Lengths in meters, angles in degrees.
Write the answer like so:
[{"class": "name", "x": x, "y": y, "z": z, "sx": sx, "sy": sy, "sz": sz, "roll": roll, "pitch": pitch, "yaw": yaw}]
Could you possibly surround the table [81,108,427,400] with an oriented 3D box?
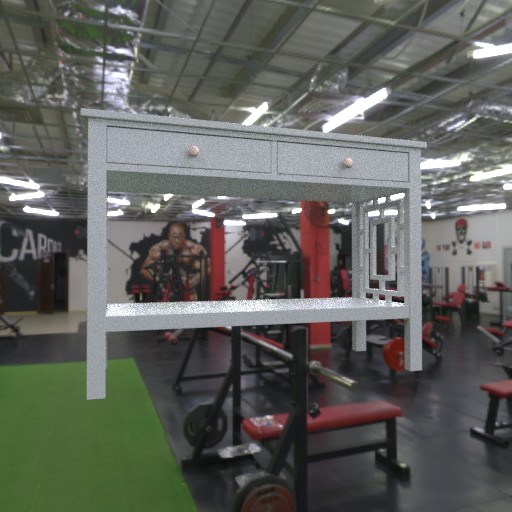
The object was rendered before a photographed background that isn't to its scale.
[{"class": "table", "x": 0.000, "y": 0.000, "z": 1.477, "sx": 1.068, "sy": 0.753, "sz": 0.397, "roll": 0, "pitch": -1, "yaw": -18}]
